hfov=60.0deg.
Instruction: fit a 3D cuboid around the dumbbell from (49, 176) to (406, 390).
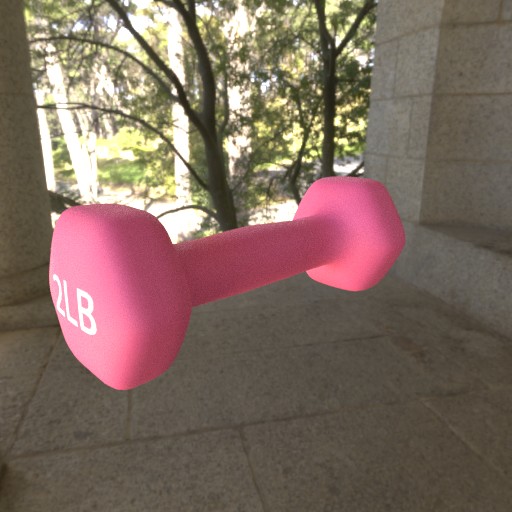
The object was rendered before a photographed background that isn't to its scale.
[{"bbox_3d":[0.000,0.000,0.174,0.146,0.053,0.058,-14,21,-41],"label":"dumbbell"}]
